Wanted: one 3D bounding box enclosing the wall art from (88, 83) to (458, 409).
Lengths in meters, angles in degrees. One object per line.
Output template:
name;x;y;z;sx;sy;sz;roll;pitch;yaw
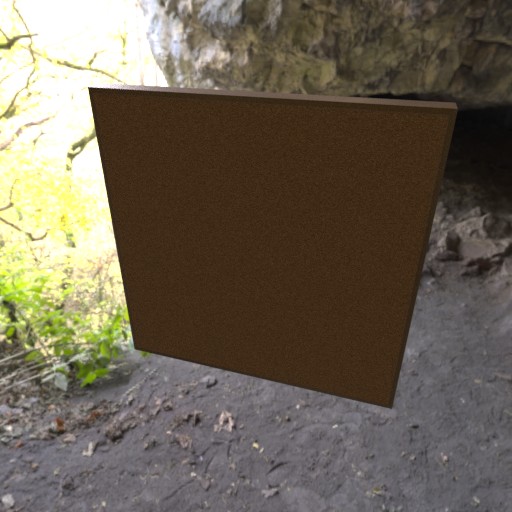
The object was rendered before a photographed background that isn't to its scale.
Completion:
wall art;0.000;0.000;0.734;0.513;0.511;0.038;9;31;15
